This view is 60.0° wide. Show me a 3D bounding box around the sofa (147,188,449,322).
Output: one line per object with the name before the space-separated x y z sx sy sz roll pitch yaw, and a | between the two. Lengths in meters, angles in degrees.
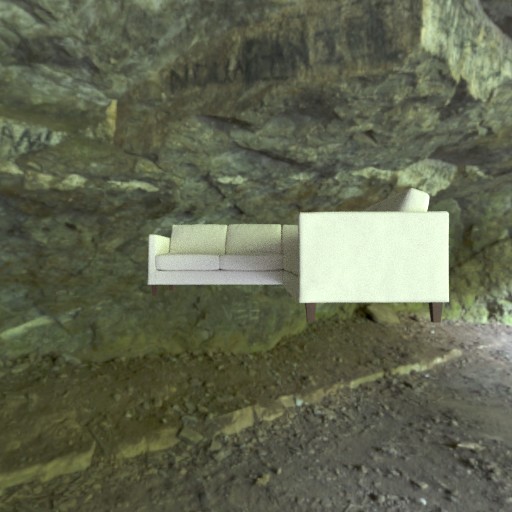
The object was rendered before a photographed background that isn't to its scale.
sofa | 0.000 0.000 4.305 2.432 0.863 3.182 0 -1 1
